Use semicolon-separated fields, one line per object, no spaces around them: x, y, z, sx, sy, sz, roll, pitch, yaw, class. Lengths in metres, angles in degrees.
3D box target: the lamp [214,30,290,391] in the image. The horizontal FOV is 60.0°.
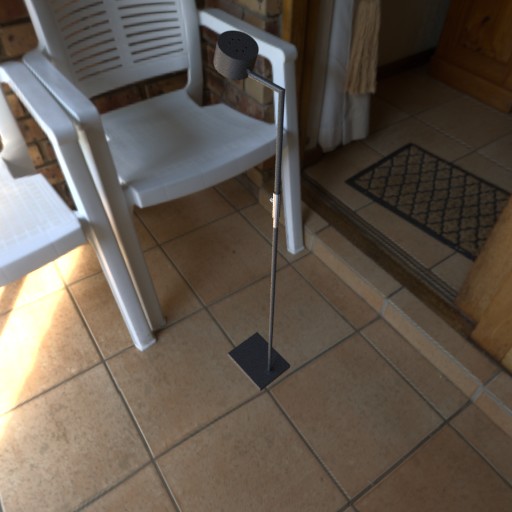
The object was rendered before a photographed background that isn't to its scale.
0.000;0.000;1.735;0.203;1.600;0.304;-32;55;-26;lamp
